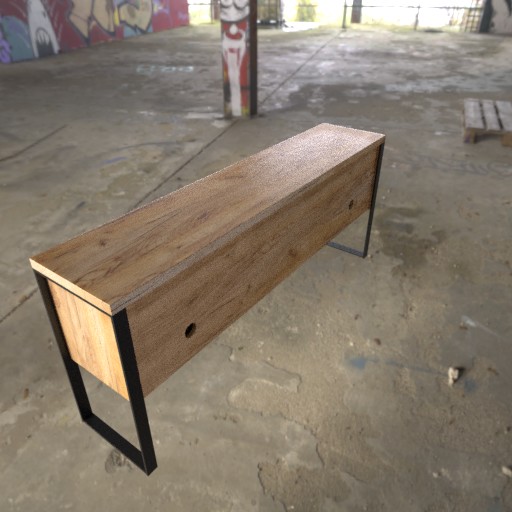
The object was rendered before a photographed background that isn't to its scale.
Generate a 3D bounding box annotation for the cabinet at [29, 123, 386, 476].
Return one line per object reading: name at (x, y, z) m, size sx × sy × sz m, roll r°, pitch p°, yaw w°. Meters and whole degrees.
cabinet at (0.000, 0.000, 2.058) m, size 0.395 × 0.762 × 1.800 m, roll 22°, pitch 38°, yaw 30°
